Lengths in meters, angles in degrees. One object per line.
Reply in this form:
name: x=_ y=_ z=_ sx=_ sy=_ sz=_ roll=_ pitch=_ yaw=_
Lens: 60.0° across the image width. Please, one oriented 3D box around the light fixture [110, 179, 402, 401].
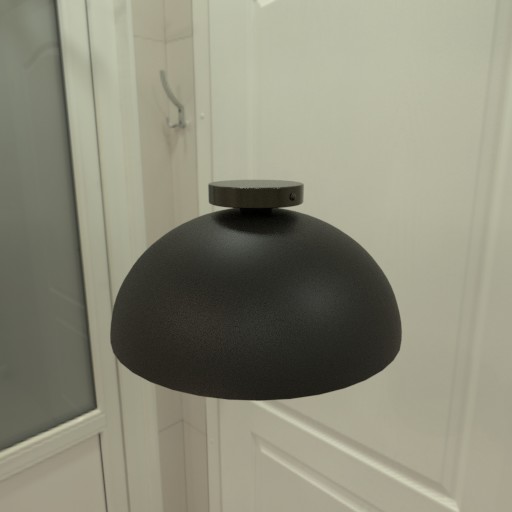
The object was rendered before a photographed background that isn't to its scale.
light fixture: x=0.000 y=0.000 z=0.545 sx=0.355 sy=0.177 sz=0.355 roll=0 pitch=14 yaw=0
